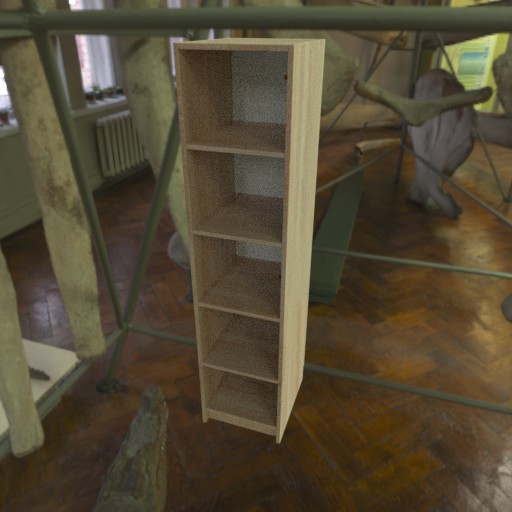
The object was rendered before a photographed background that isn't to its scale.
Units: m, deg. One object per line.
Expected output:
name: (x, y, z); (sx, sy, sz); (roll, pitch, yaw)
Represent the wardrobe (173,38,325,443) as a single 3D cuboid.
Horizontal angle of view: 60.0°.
wardrobe: (0.000, 0.000, 2.422); (0.496, 2.117, 0.588); (9, 29, 17)
